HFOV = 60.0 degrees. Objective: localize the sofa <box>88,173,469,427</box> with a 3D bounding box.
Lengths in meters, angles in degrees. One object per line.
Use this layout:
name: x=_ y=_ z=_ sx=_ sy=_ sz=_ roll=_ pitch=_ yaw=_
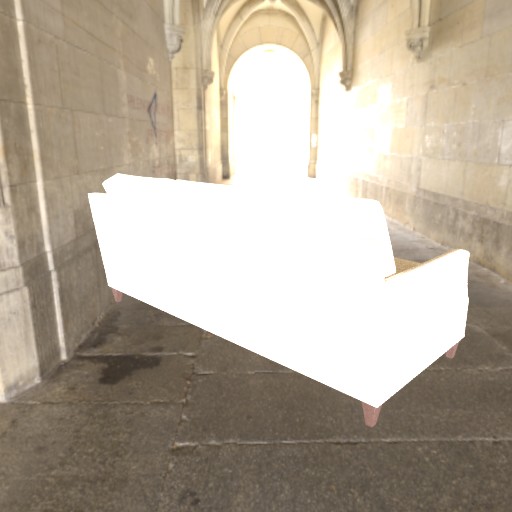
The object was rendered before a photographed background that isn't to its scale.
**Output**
sofa: x=0.000 y=0.000 z=2.732 sx=2.210 sy=0.940 sz=1.041 roll=14 pitch=20 yaw=43
